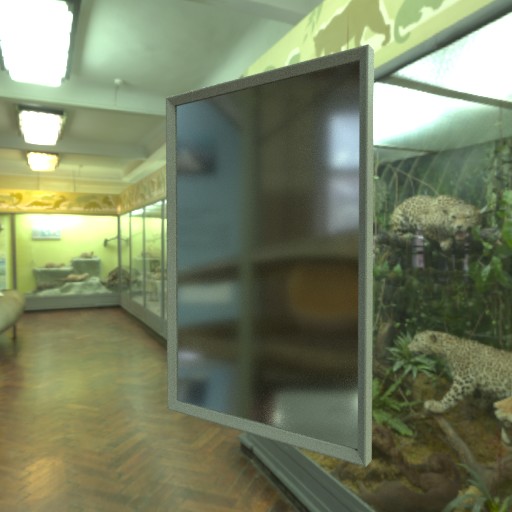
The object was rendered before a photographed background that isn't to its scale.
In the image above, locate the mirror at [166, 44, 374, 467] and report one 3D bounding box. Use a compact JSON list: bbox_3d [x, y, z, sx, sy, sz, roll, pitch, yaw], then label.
[{"bbox_3d":[0.000,0.000,1.146,0.609,0.915,0.041,1,2,34],"label":"mirror"}]
